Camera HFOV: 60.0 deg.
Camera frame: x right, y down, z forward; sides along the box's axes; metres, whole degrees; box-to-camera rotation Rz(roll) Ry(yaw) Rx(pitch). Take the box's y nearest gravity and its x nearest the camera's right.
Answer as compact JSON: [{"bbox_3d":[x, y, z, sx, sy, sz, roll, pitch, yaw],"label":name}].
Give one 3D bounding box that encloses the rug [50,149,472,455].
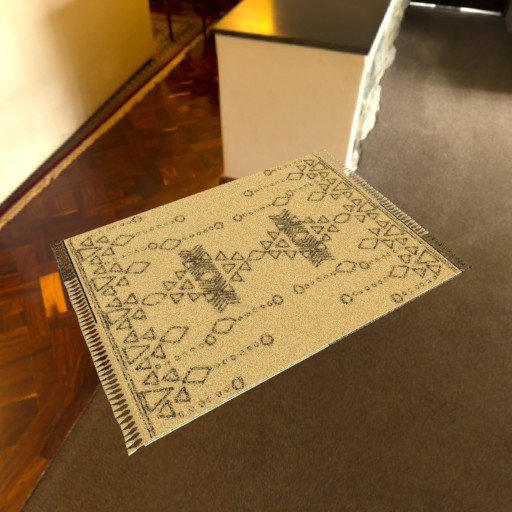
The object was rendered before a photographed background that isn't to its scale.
[{"bbox_3d":[0.000,0.000,2.935,2.312,0.013,1.600,-23,51,-21],"label":"rug"}]
